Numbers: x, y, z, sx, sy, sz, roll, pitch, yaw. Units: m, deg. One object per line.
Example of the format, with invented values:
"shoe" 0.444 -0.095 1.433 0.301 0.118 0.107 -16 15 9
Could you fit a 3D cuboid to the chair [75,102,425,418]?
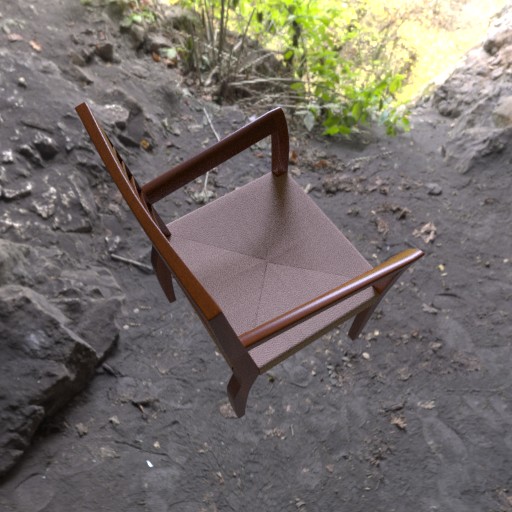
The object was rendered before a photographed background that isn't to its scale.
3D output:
"chair" 0.000 0.000 1.209 0.540 0.855 0.587 -29 63 -16
